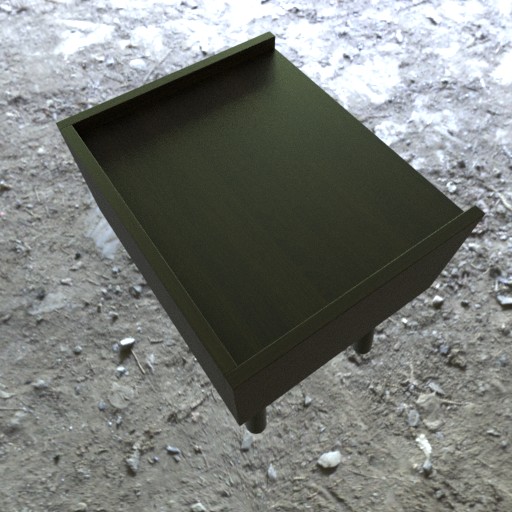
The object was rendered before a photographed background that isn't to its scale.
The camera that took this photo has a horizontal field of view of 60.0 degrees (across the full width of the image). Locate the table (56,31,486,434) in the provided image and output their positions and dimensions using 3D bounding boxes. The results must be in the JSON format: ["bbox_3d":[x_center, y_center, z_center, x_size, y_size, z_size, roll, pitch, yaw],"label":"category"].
[{"bbox_3d":[0.000,0.000,0.783,0.370,0.470,0.450,-31,64,-17],"label":"table"}]
